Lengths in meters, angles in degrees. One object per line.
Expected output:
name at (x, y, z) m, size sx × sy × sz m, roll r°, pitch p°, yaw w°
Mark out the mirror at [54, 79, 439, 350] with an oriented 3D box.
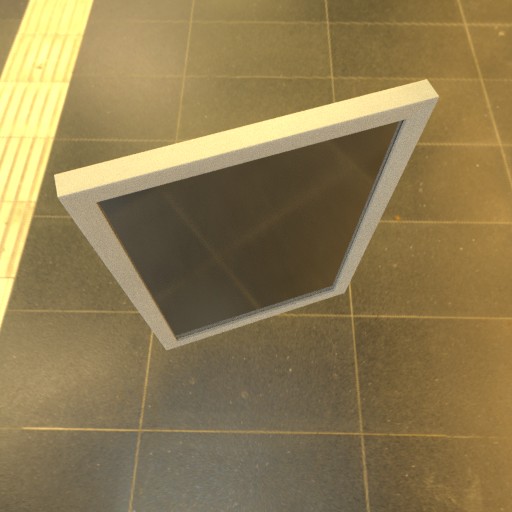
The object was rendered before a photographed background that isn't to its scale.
mirror at (0.000, 0.000, 0.885) m, size 0.507 × 0.710 × 0.040 m, roll -17°, pitch 65°, yaw -8°
